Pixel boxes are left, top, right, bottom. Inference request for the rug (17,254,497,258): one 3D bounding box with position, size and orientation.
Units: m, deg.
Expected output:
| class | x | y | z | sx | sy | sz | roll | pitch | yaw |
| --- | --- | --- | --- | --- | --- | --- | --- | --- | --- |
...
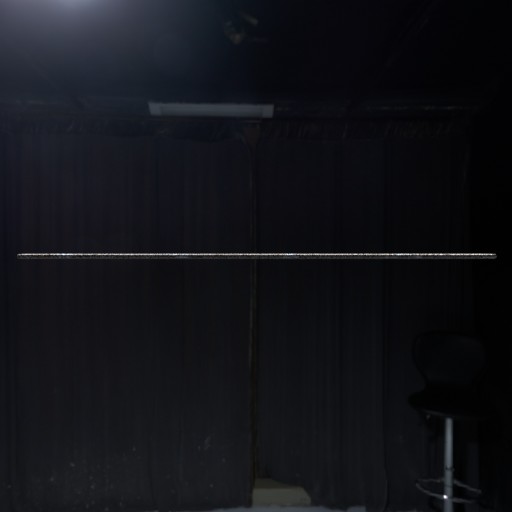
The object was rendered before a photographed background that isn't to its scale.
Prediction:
| class | x | y | z | sx | sy | sz | roll | pitch | yaw |
| --- | --- | --- | --- | --- | --- | --- | --- | --- | --- |
| rug | 0.000 | 0.000 | 4.005 | 3.047 | 0.029 | 2.438 | 0 | 0 | -1 |
